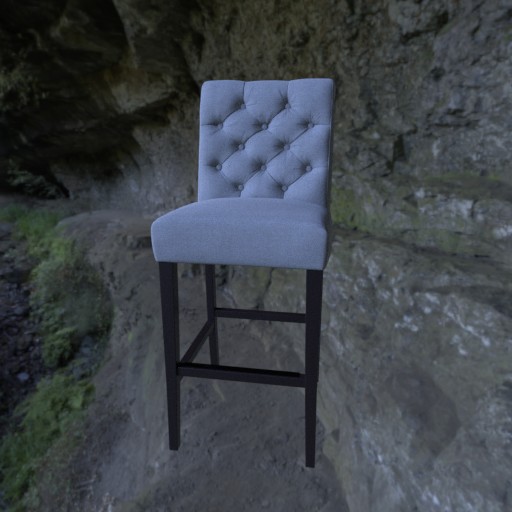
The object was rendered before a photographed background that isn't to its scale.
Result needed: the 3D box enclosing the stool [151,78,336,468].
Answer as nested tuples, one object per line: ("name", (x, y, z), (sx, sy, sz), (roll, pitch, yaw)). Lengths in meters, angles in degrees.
("stool", (0.000, 0.000, 1.471), (0.493, 1.140, 0.601), (3, 16, 10))
